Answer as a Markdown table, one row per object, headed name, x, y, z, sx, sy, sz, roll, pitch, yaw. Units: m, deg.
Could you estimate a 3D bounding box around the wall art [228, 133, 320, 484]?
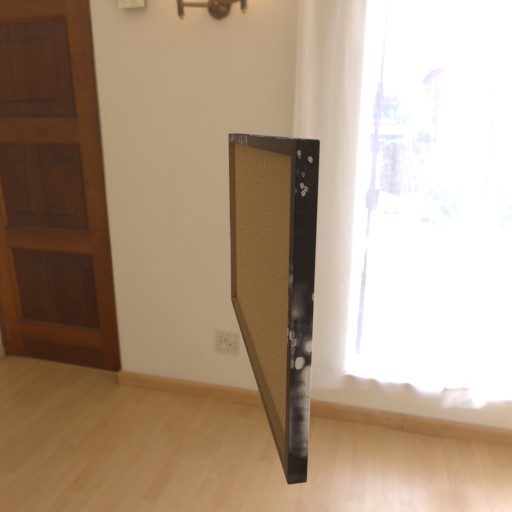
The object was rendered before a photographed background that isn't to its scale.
| name | x | y | z | sx | sy | sz | roll | pitch | yaw |
| --- | --- | --- | --- | --- | --- | --- | --- | --- | --- |
| wall art | 0.000 | 0.000 | 1.159 | 0.038 | 0.609 | 0.914 | -3 | 16 | -9 |
